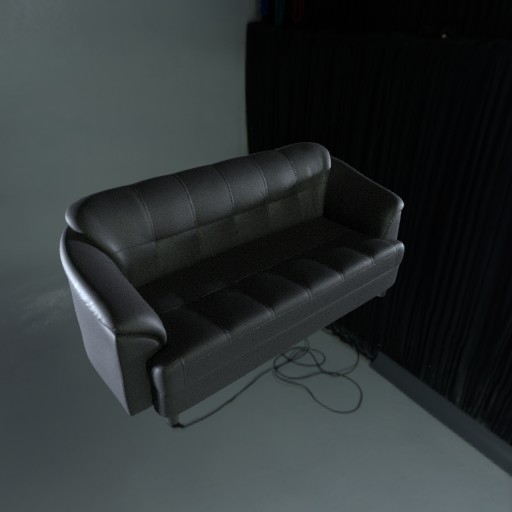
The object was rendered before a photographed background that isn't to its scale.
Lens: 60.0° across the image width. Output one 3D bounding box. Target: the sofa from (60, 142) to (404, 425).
[{"bbox_3d":[0.000,0.000,2.319,1.829,0.811,0.800,-23,37,-34],"label":"sofa"}]
